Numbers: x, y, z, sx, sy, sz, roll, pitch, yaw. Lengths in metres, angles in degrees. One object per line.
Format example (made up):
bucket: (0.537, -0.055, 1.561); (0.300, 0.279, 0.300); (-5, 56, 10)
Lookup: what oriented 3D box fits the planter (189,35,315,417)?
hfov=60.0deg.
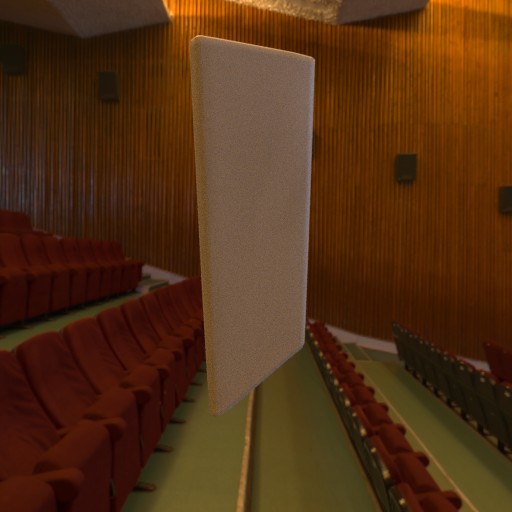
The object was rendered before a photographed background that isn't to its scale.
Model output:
planter: (0.000, 0.000, 0.271); (0.060, 0.197, 0.150); (0, 0, 1)
